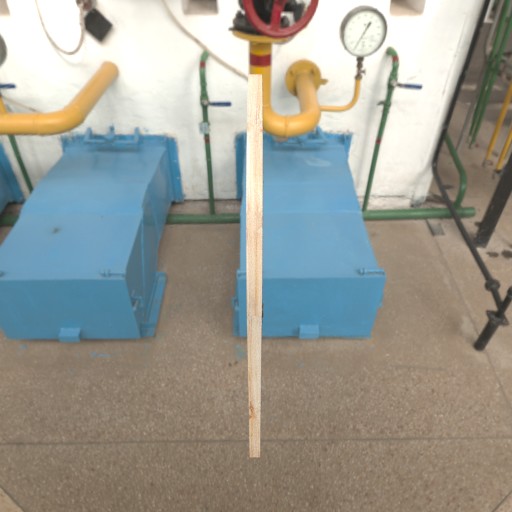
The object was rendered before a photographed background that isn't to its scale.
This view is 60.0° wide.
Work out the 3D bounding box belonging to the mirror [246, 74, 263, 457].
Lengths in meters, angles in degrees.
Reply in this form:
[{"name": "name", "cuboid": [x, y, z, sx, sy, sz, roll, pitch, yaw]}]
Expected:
[{"name": "mirror", "cuboid": [0.000, 0.000, 1.187, 0.032, 0.920, 0.660, 0, 41, 0]}]
